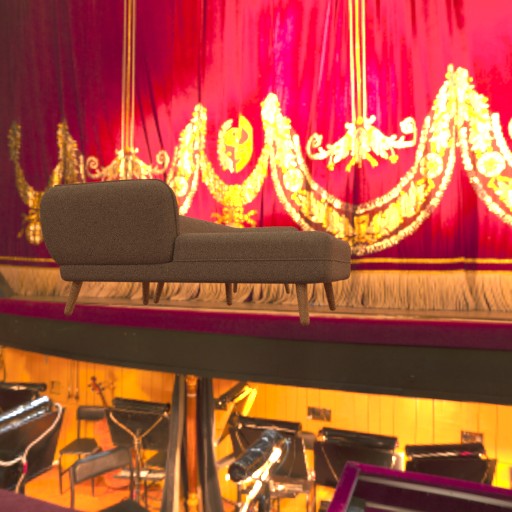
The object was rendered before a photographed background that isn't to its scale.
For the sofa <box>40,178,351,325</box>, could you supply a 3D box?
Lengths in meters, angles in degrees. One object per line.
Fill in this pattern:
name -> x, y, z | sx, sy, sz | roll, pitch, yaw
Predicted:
sofa -> 0.000, 0.000, 3.318 | 1.532, 0.693, 2.653 | -1, -2, 19
